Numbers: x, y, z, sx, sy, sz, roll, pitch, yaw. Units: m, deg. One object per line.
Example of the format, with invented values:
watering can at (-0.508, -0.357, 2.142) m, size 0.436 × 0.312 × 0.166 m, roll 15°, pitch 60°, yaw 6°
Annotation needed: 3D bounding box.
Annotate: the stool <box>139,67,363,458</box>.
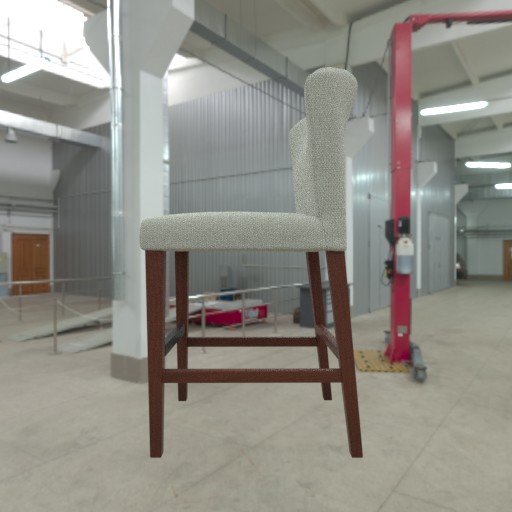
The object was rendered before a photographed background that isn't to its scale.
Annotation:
stool at (0.000, 0.000, 1.282) m, size 0.568 × 0.969 × 0.481 m, roll 0°, pitch 0°, yaw 0°
